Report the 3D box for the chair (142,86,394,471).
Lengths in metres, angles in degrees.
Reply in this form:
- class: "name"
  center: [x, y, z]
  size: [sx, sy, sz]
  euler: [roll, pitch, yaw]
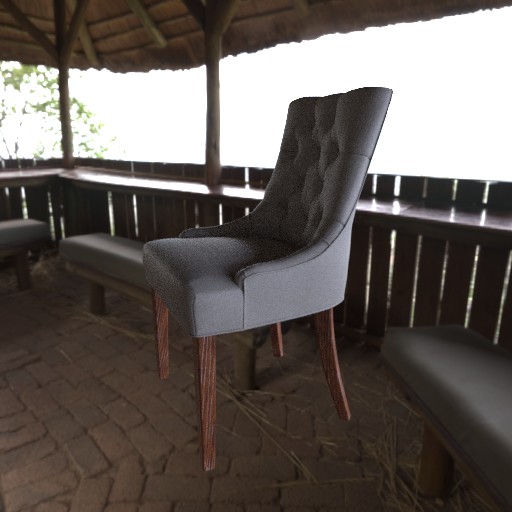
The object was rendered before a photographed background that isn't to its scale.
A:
- class: "chair"
  center: [0.000, 0.000, 1.226]
  size: [0.565, 0.874, 0.509]
  euler: [-7, 16, -24]
